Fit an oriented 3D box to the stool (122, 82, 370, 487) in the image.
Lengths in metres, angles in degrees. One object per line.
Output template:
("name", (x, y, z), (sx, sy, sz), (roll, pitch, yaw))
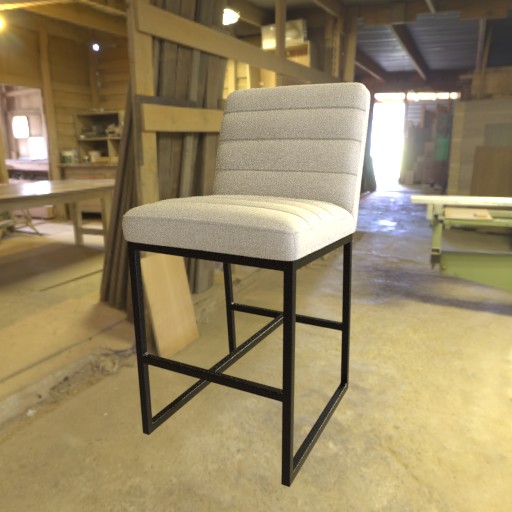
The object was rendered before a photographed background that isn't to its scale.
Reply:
("stool", (0.000, 0.000, 1.227), (0.460, 0.940, 0.560), (7, 16, 26))
